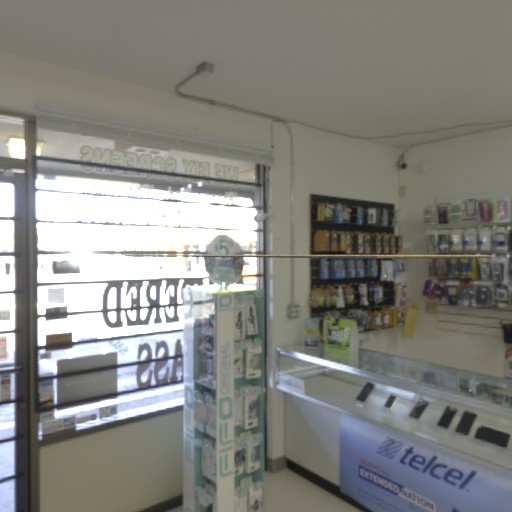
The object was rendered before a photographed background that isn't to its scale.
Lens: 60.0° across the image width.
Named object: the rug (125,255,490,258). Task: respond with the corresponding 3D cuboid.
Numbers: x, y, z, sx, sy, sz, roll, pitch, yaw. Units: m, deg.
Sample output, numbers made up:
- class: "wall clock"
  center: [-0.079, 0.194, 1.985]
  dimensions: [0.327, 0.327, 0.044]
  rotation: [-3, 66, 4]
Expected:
- class: "rug"
  center: [0.000, 0.000, 2.708]
  dimensions: [0.769, 0.012, 2.448]
  rotation: [0, 0, -36]
